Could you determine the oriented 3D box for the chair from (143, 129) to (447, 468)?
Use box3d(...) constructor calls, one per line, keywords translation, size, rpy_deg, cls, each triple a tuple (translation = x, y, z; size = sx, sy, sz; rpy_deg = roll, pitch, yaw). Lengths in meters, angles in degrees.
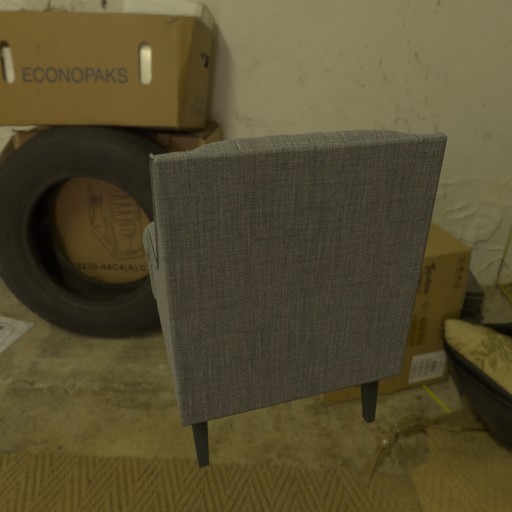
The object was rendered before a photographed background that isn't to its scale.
box3d(translation=(0.000, 0.000, 1.390), size=(0.655, 0.891, 0.771), rpy_deg=(-8, 28, -15), cls="chair")
